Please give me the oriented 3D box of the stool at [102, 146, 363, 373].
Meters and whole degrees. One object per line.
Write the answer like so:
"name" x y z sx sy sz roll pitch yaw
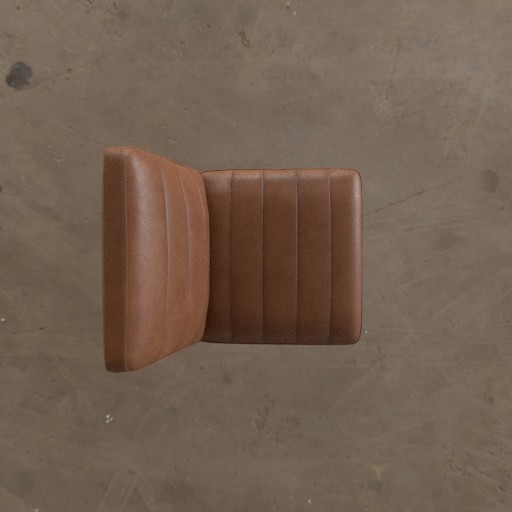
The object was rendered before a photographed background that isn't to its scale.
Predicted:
"stool" 0.000 0.000 1.322 0.556 1.040 0.458 0 91 2
